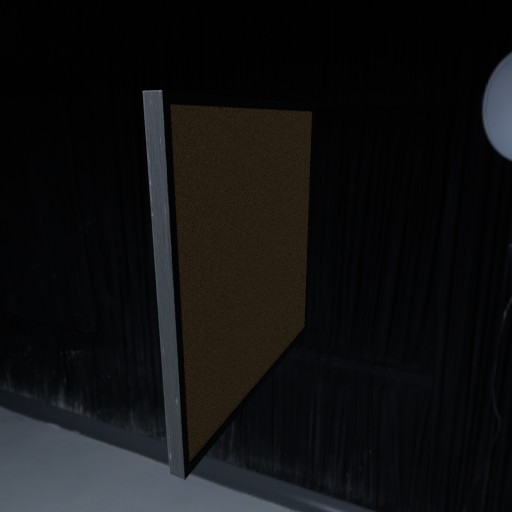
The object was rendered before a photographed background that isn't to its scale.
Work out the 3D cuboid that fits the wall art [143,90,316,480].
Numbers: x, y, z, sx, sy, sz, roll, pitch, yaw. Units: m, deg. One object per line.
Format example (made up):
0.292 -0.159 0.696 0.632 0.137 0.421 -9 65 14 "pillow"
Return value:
0.000 0.000 1.145 0.037 0.761 0.761 8 19 25 "wall art"
